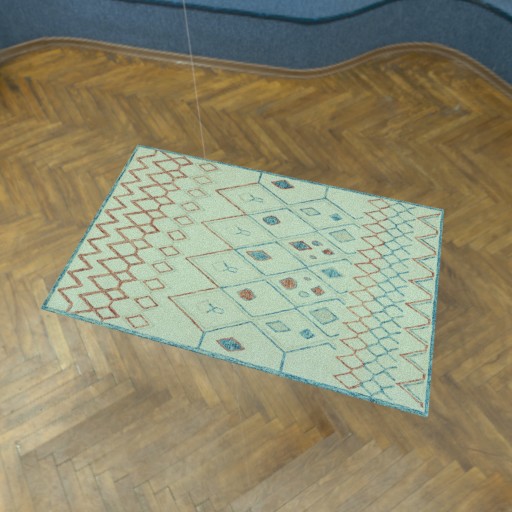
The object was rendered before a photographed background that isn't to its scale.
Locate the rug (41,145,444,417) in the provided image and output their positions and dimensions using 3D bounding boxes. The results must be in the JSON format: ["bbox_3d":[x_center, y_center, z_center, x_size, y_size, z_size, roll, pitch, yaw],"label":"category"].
[{"bbox_3d":[0.000,0.000,3.049,2.438,0.015,1.524,14,59,8],"label":"rug"}]
